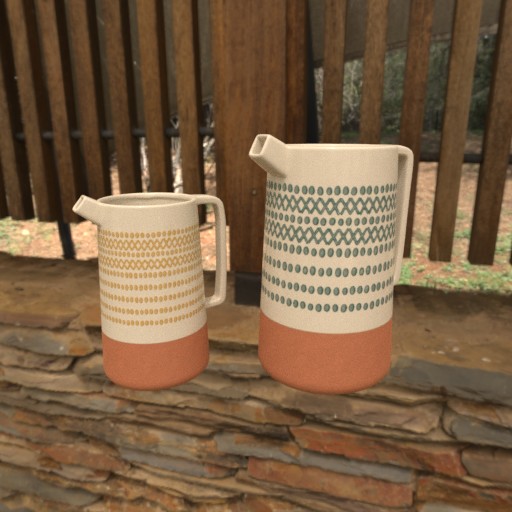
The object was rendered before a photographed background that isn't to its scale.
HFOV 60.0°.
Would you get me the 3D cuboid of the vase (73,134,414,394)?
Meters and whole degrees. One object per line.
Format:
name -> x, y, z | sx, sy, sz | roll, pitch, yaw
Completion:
vase -> 0.000, 0.000, 0.467 | 0.326, 0.247, 0.168 | 2, 16, 9
